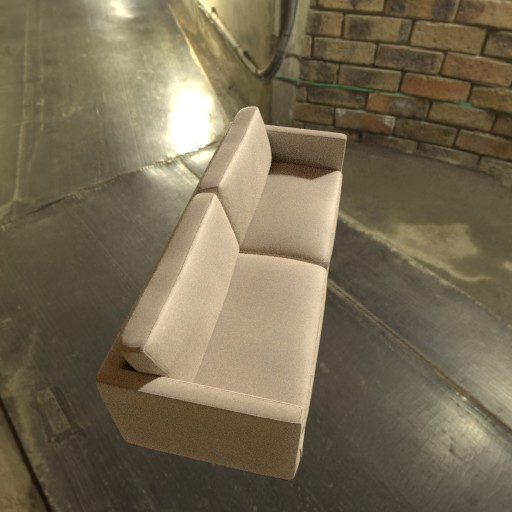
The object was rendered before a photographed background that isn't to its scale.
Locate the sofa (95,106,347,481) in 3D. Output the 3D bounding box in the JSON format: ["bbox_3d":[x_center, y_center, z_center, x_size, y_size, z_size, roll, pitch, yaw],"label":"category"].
[{"bbox_3d":[0.000,0.000,2.837,0.951,0.968,2.361,9,46,9],"label":"sofa"}]
